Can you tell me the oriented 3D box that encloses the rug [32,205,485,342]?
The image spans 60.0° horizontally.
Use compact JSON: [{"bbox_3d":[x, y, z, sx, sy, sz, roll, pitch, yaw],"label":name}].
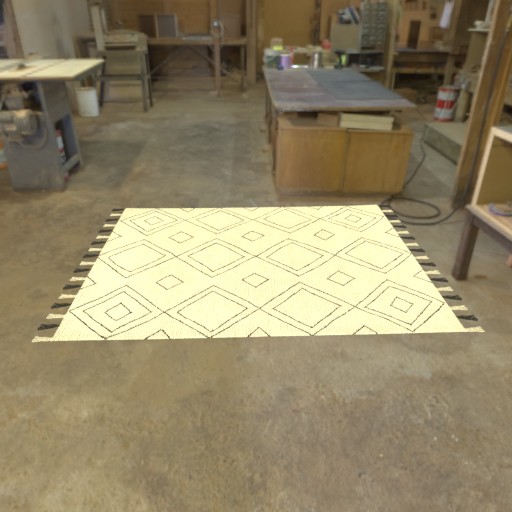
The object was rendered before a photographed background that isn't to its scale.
[{"bbox_3d":[0.000,0.000,4.137,3.221,0.026,2.342,-1,29,-2],"label":"rug"}]
